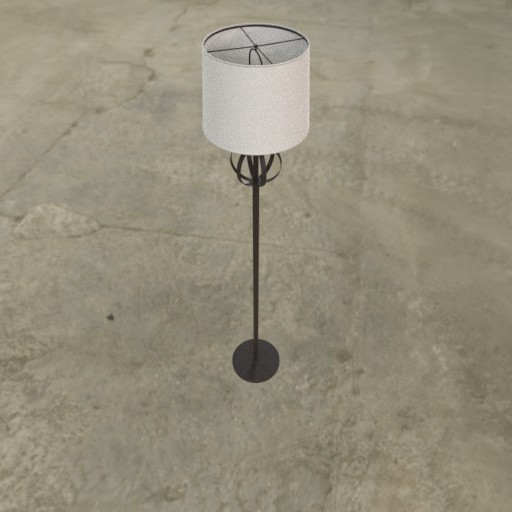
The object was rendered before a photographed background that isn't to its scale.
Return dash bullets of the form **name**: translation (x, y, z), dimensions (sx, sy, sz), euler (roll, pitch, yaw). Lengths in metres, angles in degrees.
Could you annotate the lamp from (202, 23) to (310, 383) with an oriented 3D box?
- **lamp**: translation (0.000, 0.000, 1.573), dimensions (0.286, 1.462, 0.286), euler (32, 54, 26)
